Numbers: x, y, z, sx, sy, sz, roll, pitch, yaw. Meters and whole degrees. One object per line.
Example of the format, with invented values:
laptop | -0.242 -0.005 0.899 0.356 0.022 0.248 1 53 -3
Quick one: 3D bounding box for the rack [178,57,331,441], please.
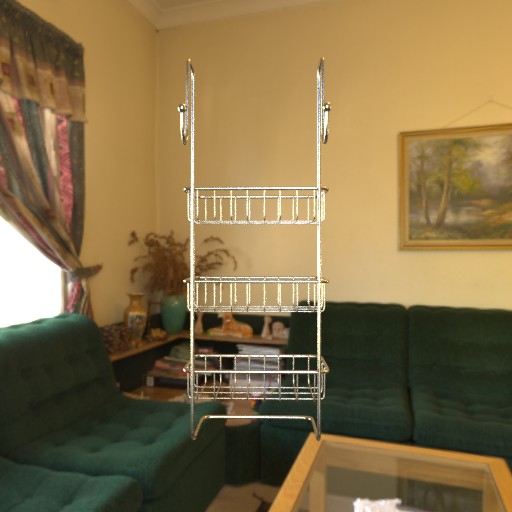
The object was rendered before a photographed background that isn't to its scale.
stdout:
rack | 0.000 0.000 0.687 0.228 0.574 0.202 0 0 1
